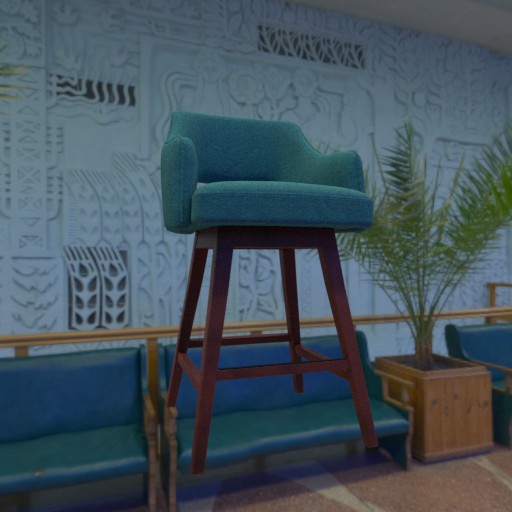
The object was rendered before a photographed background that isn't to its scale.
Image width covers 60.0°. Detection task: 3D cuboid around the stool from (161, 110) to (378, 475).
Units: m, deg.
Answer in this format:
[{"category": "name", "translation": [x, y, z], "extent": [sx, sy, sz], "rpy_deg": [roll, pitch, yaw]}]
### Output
[{"category": "stool", "translation": [0.000, 0.000, 1.300], "extent": [0.548, 0.961, 0.556], "rpy_deg": [0, 0, -18]}]
